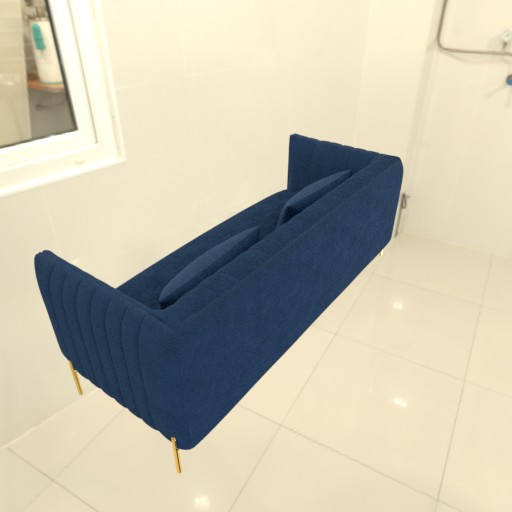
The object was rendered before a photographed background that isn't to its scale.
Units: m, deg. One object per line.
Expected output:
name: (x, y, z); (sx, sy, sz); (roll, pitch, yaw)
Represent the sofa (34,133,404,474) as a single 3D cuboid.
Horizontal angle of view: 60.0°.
sofa: (0.000, 0.000, 2.549); (0.896, 0.793, 2.136); (22, 39, 30)
